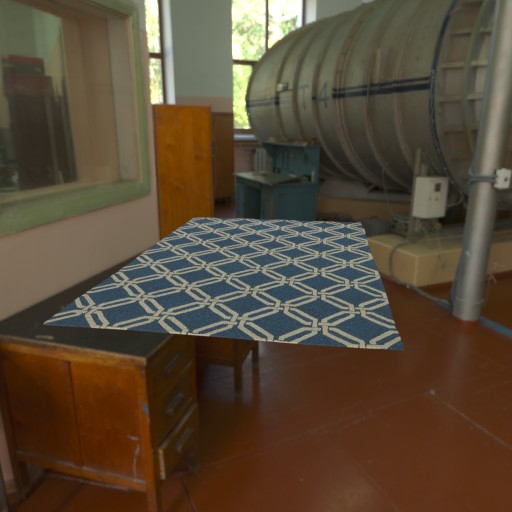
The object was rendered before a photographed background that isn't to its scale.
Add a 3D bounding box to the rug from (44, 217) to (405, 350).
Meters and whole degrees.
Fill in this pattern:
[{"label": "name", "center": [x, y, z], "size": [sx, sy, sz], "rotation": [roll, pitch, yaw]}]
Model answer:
[{"label": "rug", "center": [0.000, 0.000, 2.192], "size": [1.153, 0.010, 1.755], "rotation": [2, 17, 8]}]
